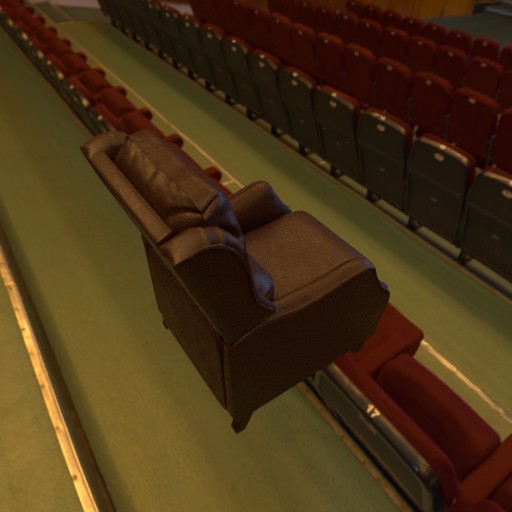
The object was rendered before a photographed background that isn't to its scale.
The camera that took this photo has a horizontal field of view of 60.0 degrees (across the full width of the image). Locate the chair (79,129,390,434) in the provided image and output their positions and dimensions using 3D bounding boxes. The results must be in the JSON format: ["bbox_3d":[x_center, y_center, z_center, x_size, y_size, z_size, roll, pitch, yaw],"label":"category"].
[{"bbox_3d":[0.000,0.000,1.831,0.982,1.132,0.770,-25,48,-25],"label":"chair"}]
